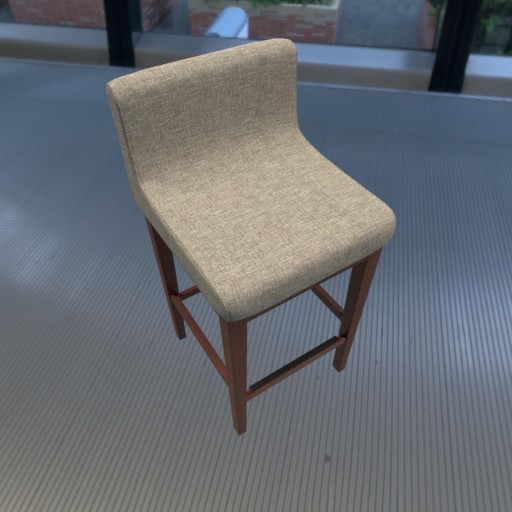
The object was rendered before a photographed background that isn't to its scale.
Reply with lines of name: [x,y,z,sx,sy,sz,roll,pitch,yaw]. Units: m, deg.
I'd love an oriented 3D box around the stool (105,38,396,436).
stool: [0.000,0.000,1.084,0.417,0.835,0.459,-25,51,-22]
